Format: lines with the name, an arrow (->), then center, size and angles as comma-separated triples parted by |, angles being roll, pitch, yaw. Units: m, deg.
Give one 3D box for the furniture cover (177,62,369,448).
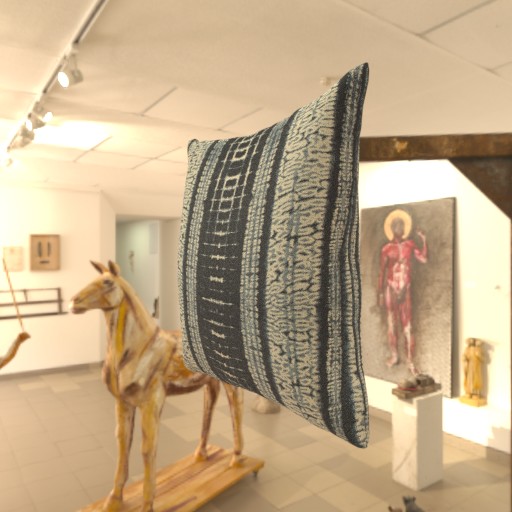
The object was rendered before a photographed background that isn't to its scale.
furniture cover -> 0.000, 0.000, 0.665 | 0.133, 0.435, 0.425 | 0, 0, -36
